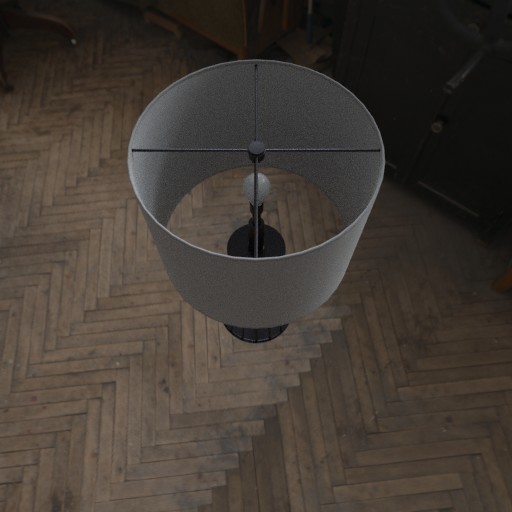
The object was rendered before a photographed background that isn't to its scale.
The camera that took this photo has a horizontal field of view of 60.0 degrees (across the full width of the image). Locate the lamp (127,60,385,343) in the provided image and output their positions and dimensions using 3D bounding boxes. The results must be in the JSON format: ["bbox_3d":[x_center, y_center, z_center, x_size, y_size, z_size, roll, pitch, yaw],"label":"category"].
[{"bbox_3d":[0.000,0.000,0.820,0.322,0.593,0.322,0,62,0],"label":"lamp"}]
